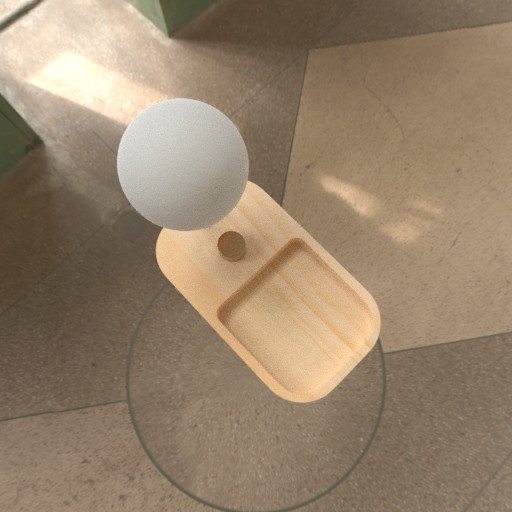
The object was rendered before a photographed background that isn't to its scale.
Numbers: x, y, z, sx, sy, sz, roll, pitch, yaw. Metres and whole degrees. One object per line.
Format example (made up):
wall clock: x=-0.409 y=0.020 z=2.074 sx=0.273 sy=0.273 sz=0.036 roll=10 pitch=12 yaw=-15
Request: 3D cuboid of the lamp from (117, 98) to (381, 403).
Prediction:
lamp: x=0.000 y=0.000 z=0.475 sx=0.173 sy=0.253 sz=0.331 roll=-43 pitch=79 yaw=-10
